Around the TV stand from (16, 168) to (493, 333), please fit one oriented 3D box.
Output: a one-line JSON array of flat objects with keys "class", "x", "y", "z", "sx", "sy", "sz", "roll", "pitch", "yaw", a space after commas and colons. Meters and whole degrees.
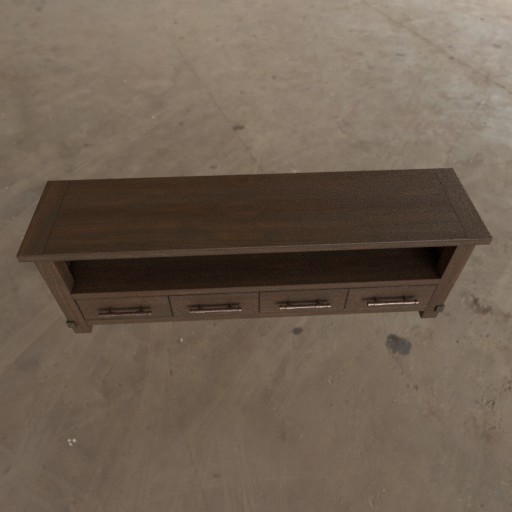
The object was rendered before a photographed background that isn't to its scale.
[{"class": "TV stand", "x": 0.000, "y": 0.000, "z": 2.109, "sx": 1.866, "sy": 0.615, "sz": 0.471, "roll": -2, "pitch": 48, "yaw": -2}]
